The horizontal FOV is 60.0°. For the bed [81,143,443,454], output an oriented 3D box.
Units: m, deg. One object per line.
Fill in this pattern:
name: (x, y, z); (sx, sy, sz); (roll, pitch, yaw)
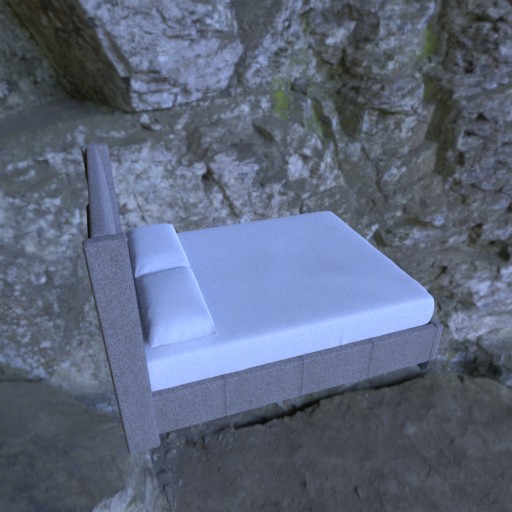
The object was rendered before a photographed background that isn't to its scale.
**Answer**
bed: (0.000, 0.000, 3.364); (2.245, 1.476, 1.714); (-10, 31, -16)
